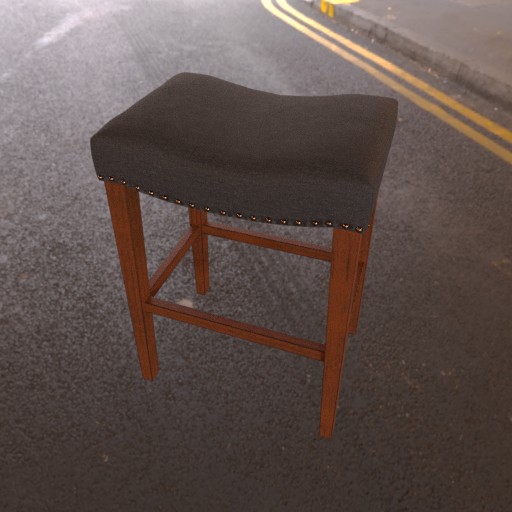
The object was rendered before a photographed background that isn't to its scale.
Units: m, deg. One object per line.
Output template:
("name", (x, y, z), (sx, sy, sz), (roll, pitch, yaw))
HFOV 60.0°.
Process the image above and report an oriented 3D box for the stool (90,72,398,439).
("stool", (0.000, 0.000, 0.880), (0.439, 0.612, 0.320), (13, 42, 15))
